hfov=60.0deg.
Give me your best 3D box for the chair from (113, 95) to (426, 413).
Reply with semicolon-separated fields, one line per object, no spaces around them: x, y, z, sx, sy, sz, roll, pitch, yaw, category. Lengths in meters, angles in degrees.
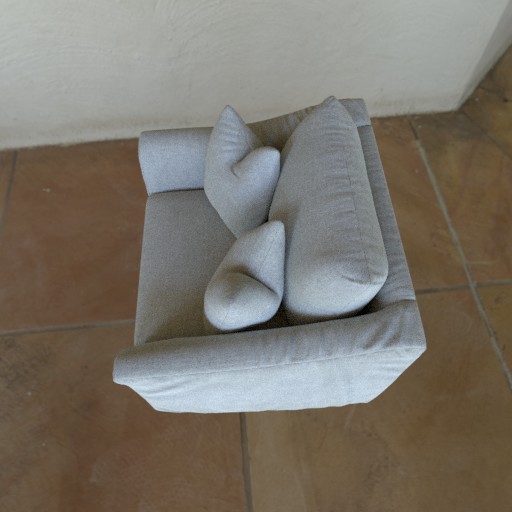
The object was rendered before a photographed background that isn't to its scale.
0.000;0.000;2.001;1.071;1.059;1.194;-3;60;-1;chair
